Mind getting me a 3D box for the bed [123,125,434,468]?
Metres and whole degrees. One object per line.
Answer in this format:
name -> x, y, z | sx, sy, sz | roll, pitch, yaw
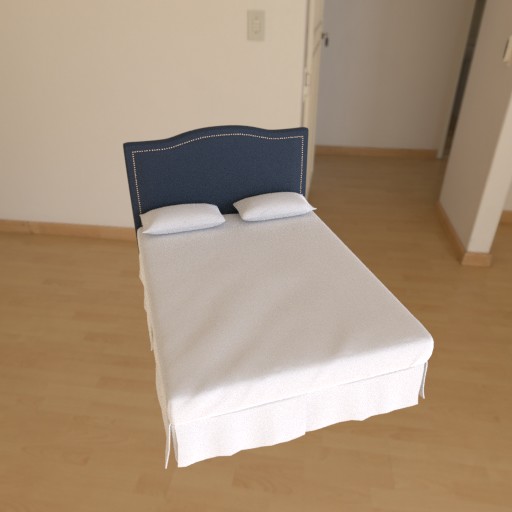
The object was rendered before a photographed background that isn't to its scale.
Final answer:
bed -> 0.000, 0.000, 3.429 | 1.821, 1.436, 2.282 | -9, 33, -15
